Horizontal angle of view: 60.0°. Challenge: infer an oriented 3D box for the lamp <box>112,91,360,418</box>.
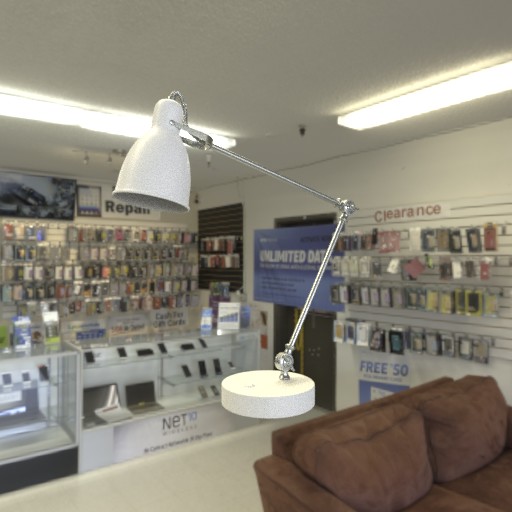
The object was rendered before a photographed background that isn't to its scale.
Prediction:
[{"bbox_3d":[0.000,0.000,0.875,0.561,0.587,0.187,0,0,-35],"label":"lamp"}]
